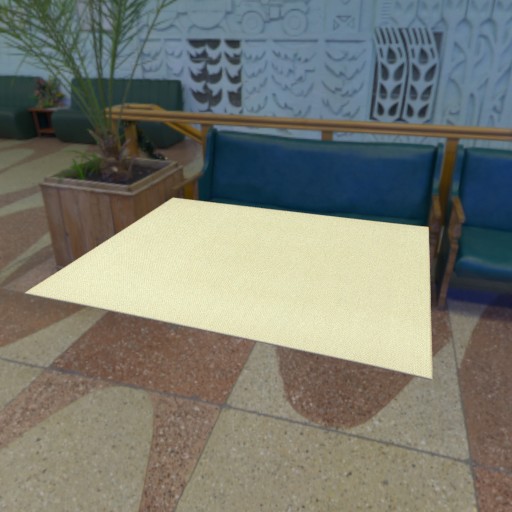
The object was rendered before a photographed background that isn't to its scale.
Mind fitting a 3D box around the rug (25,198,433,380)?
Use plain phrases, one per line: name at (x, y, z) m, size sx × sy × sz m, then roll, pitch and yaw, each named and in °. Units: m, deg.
rug at (0.000, 0.000, 4.095) m, size 3.039 × 0.018 × 2.462 m, roll 9°, pitch 28°, yaw 17°
